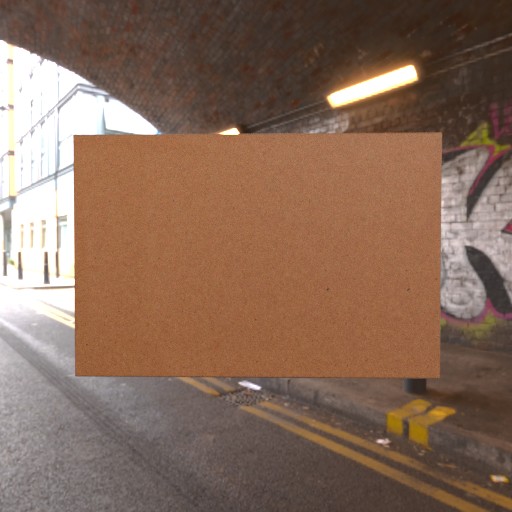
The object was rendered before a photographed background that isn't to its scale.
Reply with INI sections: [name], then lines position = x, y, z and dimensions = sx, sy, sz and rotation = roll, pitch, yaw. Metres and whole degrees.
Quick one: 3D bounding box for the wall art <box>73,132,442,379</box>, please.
[wall art]
position = 0.000, 0.000, 0.753
dimensions = 0.615, 0.410, 0.021
rotation = 0, 1, 1
